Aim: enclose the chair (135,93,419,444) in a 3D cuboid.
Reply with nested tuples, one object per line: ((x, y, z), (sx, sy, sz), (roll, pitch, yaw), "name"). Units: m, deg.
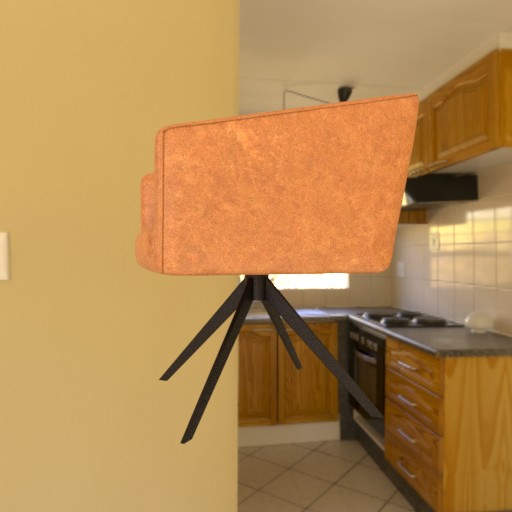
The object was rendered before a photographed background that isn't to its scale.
((0.000, 0.000, 1.201), (0.625, 0.760, 0.588), (0, 0, -18), "chair")
